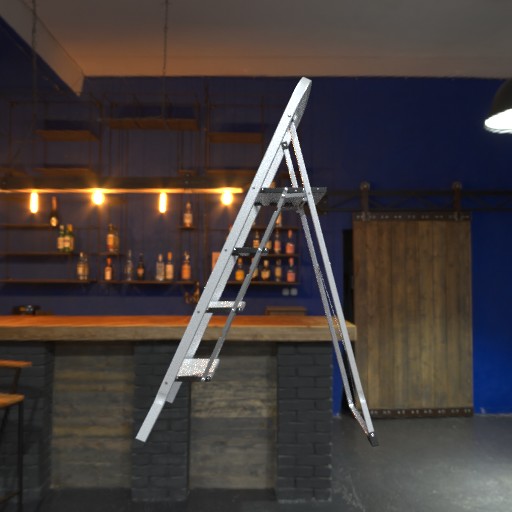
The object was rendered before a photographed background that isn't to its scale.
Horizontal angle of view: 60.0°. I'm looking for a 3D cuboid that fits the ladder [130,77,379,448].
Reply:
[{"bbox_3d":[0.000,0.000,1.713,0.830,1.290,0.465,0,-2,1],"label":"ladder"}]
